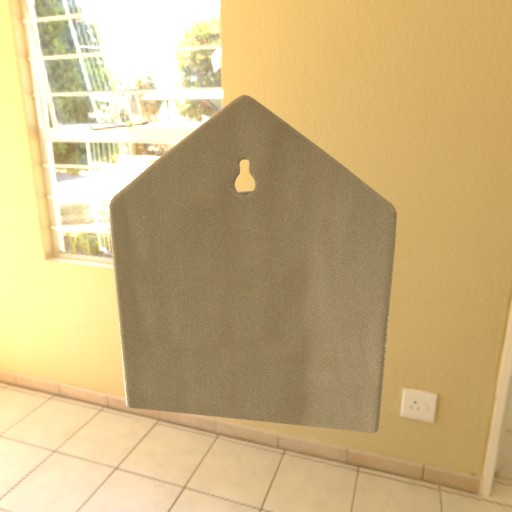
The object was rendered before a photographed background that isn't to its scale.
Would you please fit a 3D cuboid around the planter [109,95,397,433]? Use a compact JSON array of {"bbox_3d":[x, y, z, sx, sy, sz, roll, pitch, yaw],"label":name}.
[{"bbox_3d":[0.000,0.000,0.290,0.163,0.194,0.080,3,16,9],"label":"planter"}]
